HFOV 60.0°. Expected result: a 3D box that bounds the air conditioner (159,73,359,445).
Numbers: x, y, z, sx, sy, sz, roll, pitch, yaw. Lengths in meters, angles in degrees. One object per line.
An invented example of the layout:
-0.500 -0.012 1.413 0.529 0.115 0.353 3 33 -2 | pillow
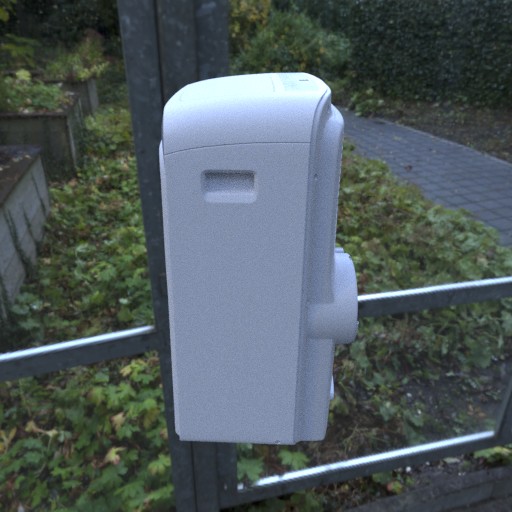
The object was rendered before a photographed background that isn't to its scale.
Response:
0.000 0.000 0.944 0.365 0.700 0.454 0 27 -1 | air conditioner
